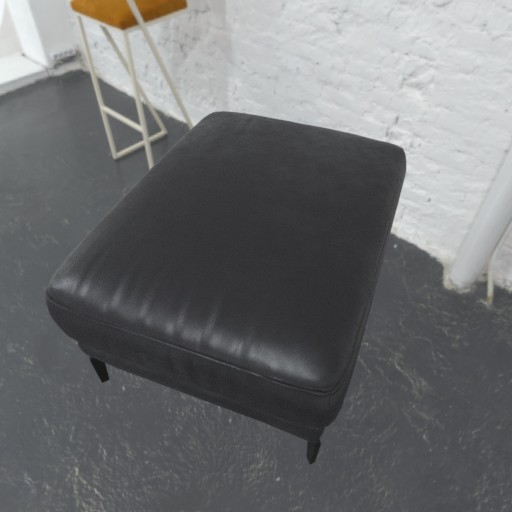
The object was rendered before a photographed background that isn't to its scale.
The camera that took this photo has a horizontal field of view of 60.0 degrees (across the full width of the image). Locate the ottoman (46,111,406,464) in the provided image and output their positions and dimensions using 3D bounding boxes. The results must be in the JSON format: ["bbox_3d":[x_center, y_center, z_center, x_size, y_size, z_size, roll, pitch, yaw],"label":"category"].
[{"bbox_3d":[0.000,0.000,1.061,0.570,0.402,0.764,15,47,15],"label":"ottoman"}]
